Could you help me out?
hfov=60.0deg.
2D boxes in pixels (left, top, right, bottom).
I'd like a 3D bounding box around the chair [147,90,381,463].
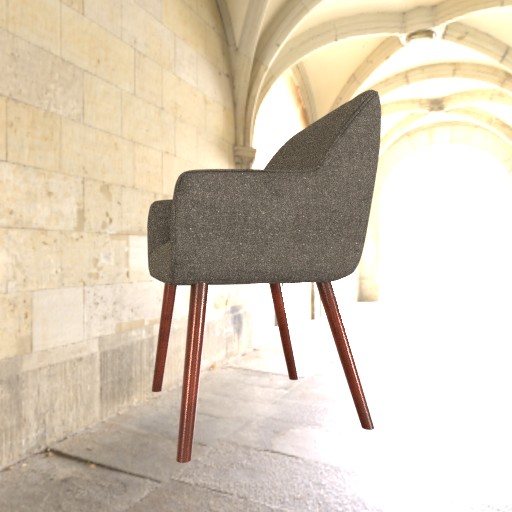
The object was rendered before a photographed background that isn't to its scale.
[{"bbox_3d":[0.000,0.000,1.172,0.519,0.803,0.543,0,0,-19],"label":"chair"}]
